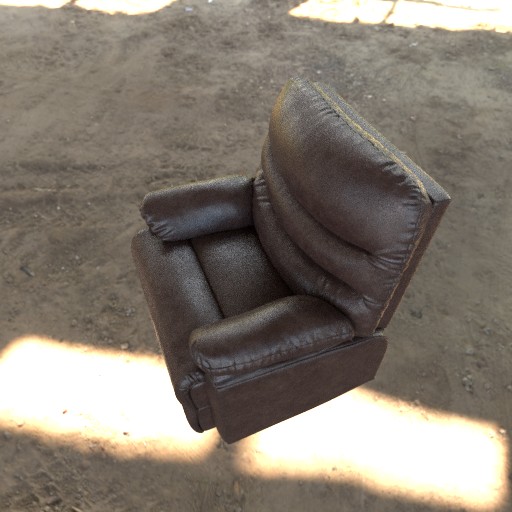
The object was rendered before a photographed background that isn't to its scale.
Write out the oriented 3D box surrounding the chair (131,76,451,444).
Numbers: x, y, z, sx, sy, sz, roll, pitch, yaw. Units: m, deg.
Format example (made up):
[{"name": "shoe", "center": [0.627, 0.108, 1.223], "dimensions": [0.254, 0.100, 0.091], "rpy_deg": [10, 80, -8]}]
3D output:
[{"name": "chair", "center": [0.000, 0.000, 1.704], "dimensions": [0.879, 1.041, 0.940], "rpy_deg": [-17, 49, -15]}]
